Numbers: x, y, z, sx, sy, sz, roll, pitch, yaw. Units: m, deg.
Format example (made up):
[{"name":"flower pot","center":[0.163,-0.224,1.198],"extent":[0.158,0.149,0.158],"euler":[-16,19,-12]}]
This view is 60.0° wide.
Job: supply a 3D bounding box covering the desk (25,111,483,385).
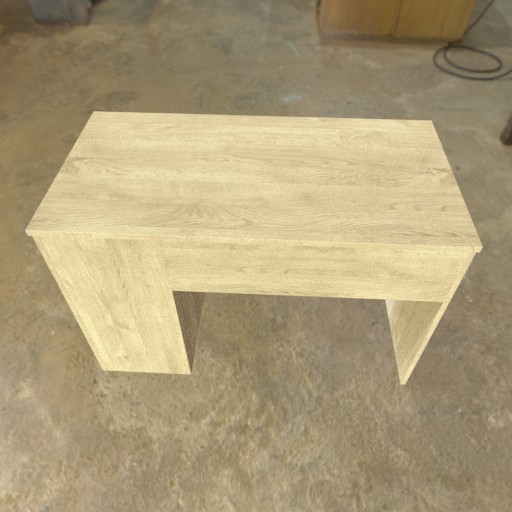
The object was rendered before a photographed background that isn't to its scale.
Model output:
[{"name":"desk","center":[0.000,0.000,1.519],"extent":[1.097,0.735,0.560],"euler":[2,48,2]}]
